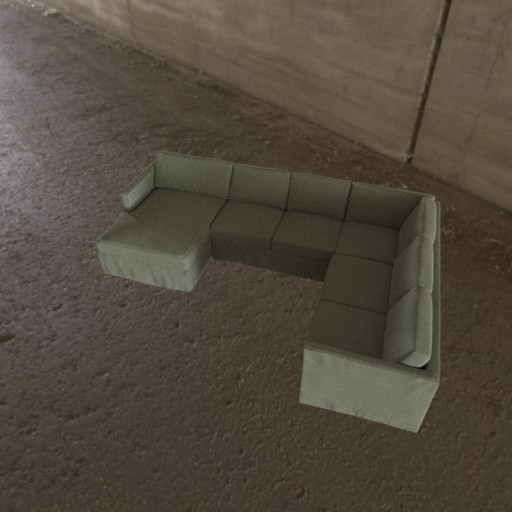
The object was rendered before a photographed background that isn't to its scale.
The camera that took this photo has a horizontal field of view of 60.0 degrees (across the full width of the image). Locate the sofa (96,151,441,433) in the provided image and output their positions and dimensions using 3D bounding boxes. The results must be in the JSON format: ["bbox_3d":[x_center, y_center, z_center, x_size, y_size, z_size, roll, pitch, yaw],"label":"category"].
[{"bbox_3d":[0.000,0.000,4.486,3.434,0.869,2.440,12,41,14],"label":"sofa"}]
